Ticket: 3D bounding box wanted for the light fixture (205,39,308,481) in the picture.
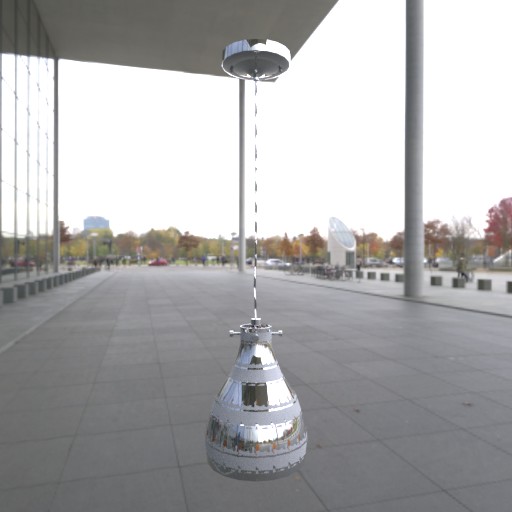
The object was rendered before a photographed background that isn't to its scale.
[{"bbox_3d":[0.000,0.000,1.611,0.374,1.457,0.374,0,0,0],"label":"light fixture"}]
